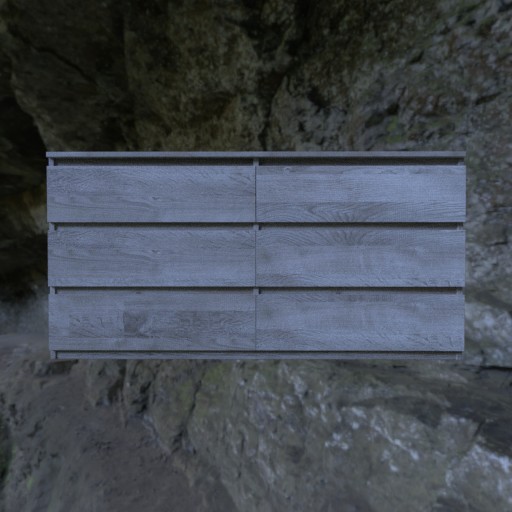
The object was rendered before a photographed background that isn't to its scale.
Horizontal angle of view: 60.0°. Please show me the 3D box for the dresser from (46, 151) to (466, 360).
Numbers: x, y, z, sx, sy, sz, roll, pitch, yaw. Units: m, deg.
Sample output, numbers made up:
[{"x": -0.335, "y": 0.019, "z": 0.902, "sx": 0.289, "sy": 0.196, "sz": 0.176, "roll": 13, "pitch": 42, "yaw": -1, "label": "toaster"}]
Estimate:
[{"x": 0.000, "y": 0.000, "z": 1.871, "sx": 1.590, "sy": 0.795, "sz": 0.390, "roll": 0, "pitch": 1, "yaw": 0, "label": "dresser"}]
